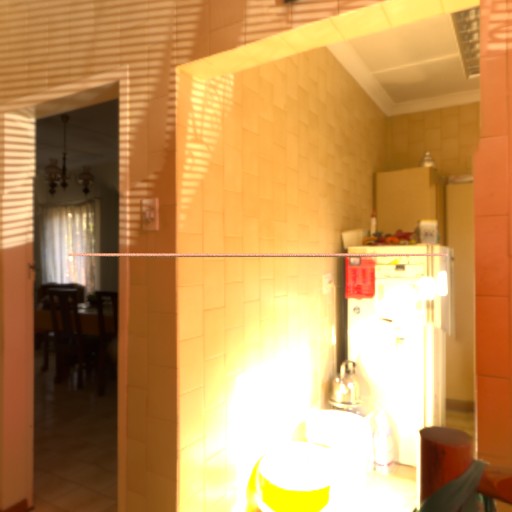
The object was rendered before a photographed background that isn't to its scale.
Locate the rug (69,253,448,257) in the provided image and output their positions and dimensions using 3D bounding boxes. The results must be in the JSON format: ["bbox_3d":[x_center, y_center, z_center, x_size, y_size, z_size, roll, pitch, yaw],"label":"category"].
[{"bbox_3d":[0.000,0.000,2.337,1.220,0.007,1.828,0,0,-1],"label":"rug"}]
